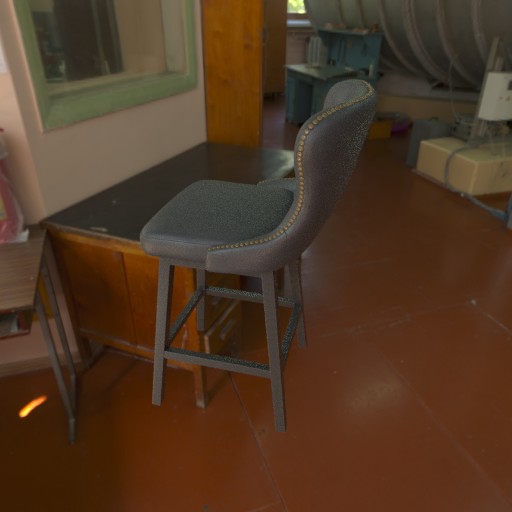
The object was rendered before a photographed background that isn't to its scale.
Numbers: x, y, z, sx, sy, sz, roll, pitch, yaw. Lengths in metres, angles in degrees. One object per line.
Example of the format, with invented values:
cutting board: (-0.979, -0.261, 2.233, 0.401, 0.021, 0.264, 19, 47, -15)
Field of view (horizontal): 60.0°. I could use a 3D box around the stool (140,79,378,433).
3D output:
stool: (0.000, 0.000, 1.333, 0.593, 0.971, 0.528, 7, 30, 13)
